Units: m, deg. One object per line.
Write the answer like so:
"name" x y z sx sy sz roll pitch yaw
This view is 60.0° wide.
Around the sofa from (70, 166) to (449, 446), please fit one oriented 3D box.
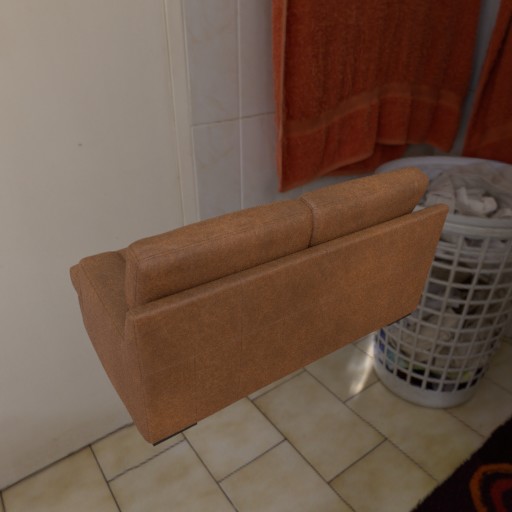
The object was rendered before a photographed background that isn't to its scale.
"sofa" 0.000 0.000 2.518 1.880 0.966 1.144 -18 34 -29
